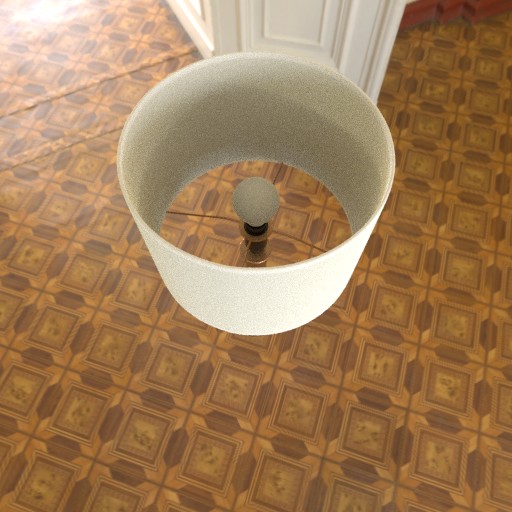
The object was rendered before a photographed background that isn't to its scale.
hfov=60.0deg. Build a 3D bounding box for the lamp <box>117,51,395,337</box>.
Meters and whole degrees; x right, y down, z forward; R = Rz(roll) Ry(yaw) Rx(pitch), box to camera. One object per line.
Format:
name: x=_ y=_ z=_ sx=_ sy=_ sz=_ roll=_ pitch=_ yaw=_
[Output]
lamp: x=0.000 y=0.000 z=0.643 sx=0.268 sy=0.479 sz=0.268 roll=16 pitch=64 yaw=8
